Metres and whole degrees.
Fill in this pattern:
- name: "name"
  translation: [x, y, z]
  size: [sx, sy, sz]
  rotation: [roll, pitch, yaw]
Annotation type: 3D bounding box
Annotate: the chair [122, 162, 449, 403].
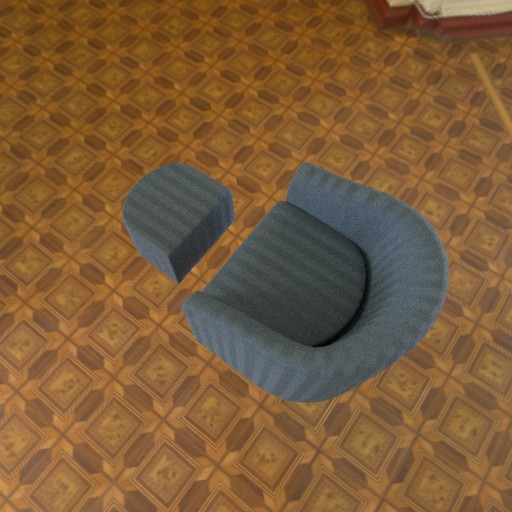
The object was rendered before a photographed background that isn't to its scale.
- name: "chair"
  translation: [0.000, 0.000, 1.757]
  size: [1.288, 0.757, 0.756]
  rotation: [33, 68, 15]
